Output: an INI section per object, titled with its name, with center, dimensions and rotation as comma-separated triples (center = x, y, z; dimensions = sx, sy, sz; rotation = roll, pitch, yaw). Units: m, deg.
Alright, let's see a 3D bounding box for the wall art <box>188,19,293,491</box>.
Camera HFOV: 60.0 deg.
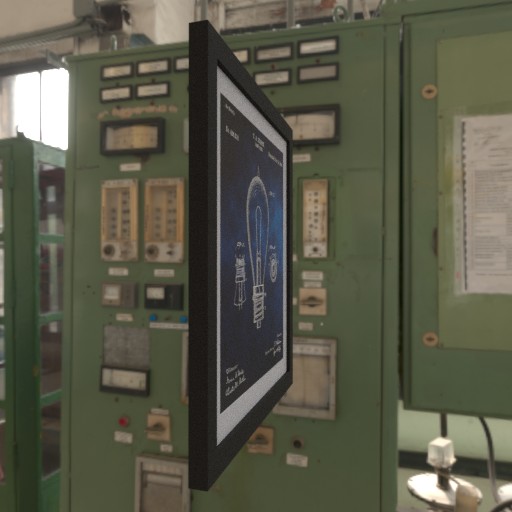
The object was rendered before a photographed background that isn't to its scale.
[wall art]
center = 0.000, 0.000, 0.681
dimensions = 0.023, 0.505, 0.428
rotation = 0, 0, 17
